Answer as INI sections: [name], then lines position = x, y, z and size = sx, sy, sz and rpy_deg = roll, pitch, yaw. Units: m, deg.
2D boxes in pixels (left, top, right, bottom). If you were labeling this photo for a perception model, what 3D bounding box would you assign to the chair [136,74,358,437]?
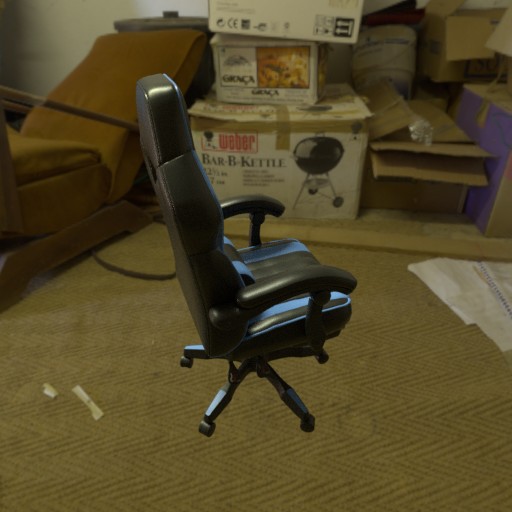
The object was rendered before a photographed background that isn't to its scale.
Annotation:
[chair]
position = 0.000, 0.000, 1.649
size = 0.700, 1.280, 0.700
rpy_deg = -11, 33, -17
